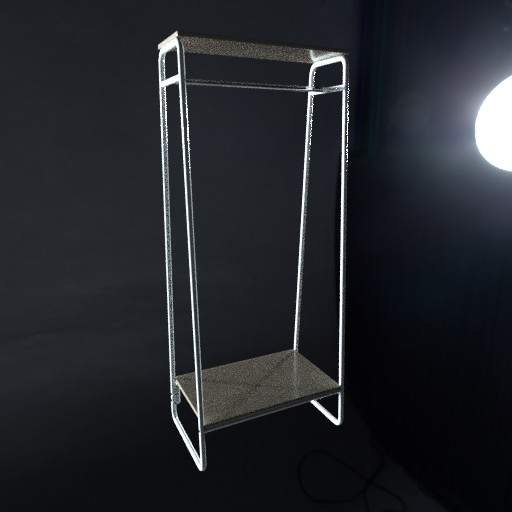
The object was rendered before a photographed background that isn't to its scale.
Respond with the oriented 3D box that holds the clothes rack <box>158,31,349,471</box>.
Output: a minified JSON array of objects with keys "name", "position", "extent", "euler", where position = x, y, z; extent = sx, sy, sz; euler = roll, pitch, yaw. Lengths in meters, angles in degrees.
[{"name":"clothes rack","position":[0.000,0.000,1.746],"extent":[0.640,1.512,0.400],"euler":[-7,16,-25]}]
